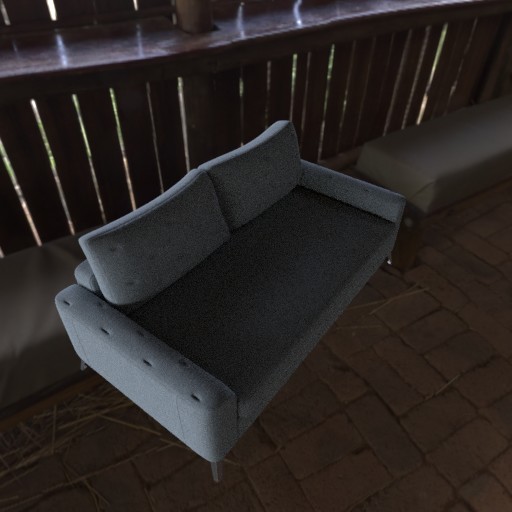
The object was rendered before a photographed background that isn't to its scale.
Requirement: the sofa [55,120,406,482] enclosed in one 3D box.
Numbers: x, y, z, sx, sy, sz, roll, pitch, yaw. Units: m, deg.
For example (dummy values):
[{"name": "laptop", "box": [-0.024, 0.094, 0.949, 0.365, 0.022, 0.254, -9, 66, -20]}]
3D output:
[{"name": "sofa", "box": [0.000, 0.000, 2.178, 0.920, 0.790, 1.650, 27, 48, 27]}]
